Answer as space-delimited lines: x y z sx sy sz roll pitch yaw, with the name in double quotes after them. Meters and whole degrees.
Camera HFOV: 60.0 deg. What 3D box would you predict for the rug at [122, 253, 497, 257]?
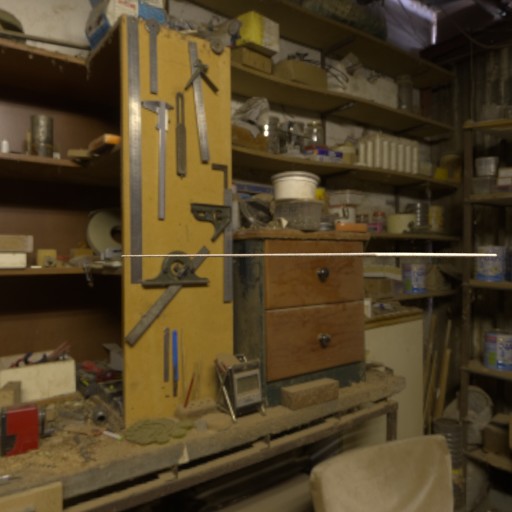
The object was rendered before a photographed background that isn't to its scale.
0.000 0.000 2.635 0.793 0.014 2.450 0 0 -36 "rug"
